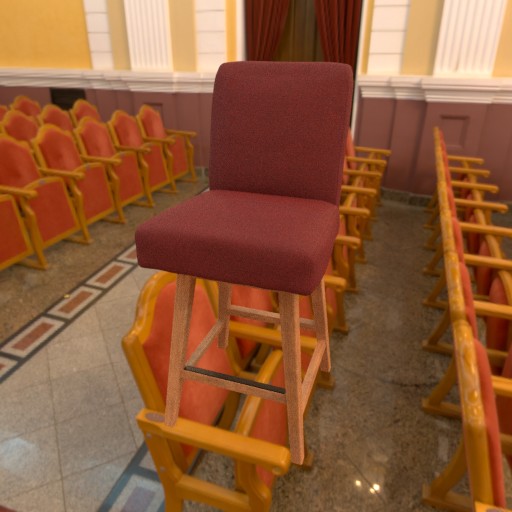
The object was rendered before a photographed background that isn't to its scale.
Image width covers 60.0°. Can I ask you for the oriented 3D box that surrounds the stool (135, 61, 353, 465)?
[{"bbox_3d":[0.000,0.000,1.311,0.468,1.038,0.562,9,27,17],"label":"stool"}]
